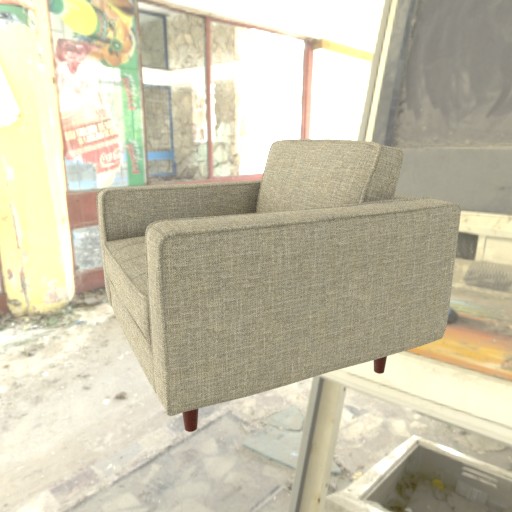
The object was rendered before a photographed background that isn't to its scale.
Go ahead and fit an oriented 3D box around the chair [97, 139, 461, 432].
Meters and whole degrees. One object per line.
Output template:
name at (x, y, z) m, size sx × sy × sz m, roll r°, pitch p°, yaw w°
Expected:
chair at (0.000, 0.000, 1.501) m, size 0.914 × 0.765 × 0.889 m, roll -8°, pitch 17°, yaw -26°
